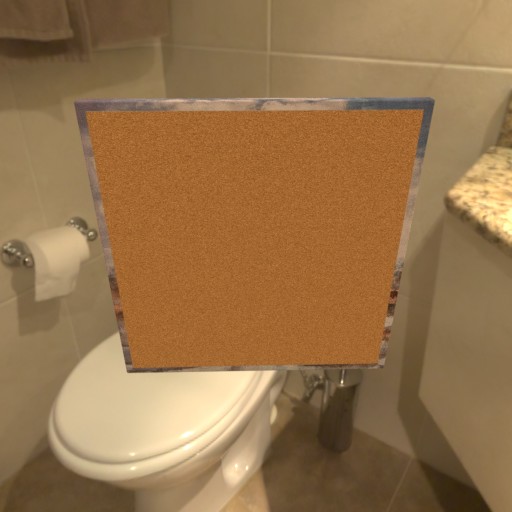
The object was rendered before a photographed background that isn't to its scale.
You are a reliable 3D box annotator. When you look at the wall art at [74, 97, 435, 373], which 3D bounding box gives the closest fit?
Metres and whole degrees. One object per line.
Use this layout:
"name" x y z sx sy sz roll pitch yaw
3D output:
"wall art" 0.000 0.000 1.324 0.888 0.897 0.035 -1 30 -1
